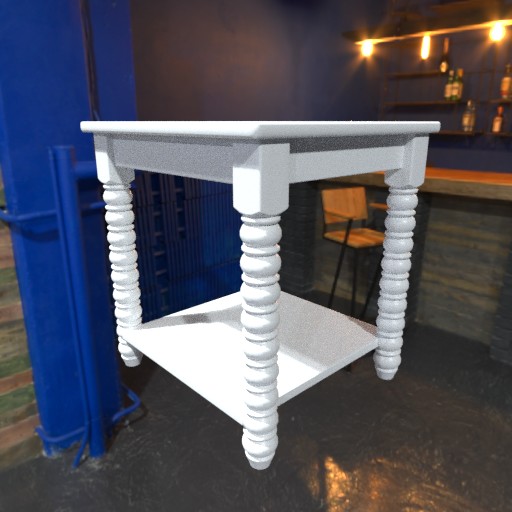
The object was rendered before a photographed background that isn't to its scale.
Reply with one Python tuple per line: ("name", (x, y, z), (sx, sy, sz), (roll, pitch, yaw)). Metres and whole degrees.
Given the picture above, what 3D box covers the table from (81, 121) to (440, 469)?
("table", (0.000, 0.000, 0.970), (0.500, 0.563, 0.533), (-15, 23, -41))
